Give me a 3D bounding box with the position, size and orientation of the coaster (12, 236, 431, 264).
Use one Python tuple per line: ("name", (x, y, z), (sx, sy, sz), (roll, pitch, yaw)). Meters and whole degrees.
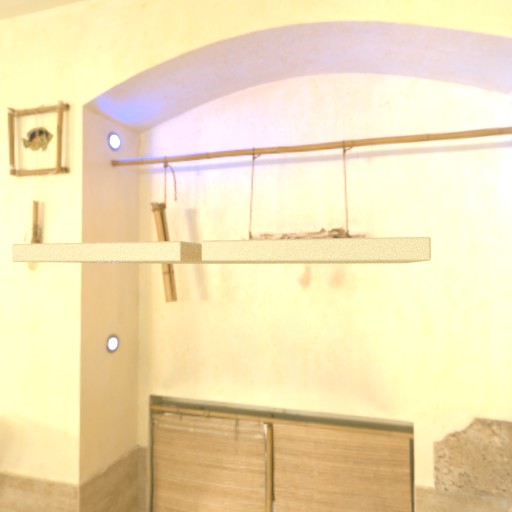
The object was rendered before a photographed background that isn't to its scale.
("coaster", (0.000, 0.000, 0.317), (0.214, 0.010, 0.219), (0, -1, 16))
